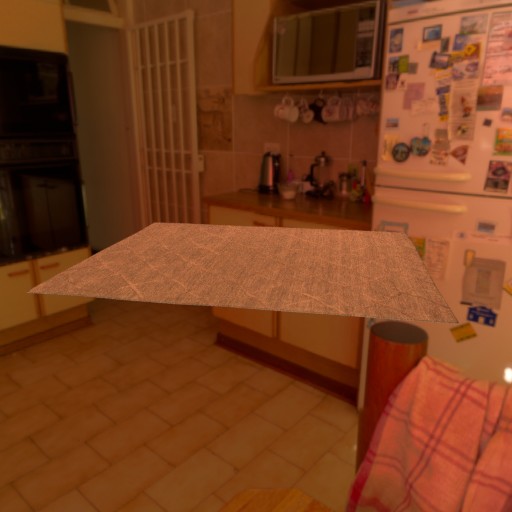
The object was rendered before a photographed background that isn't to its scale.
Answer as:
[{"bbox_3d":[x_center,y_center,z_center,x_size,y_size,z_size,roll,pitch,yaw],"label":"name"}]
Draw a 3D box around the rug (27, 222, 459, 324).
[{"bbox_3d":[0.000,0.000,4.164,3.048,0.013,2.438,3,17,10],"label":"rug"}]
